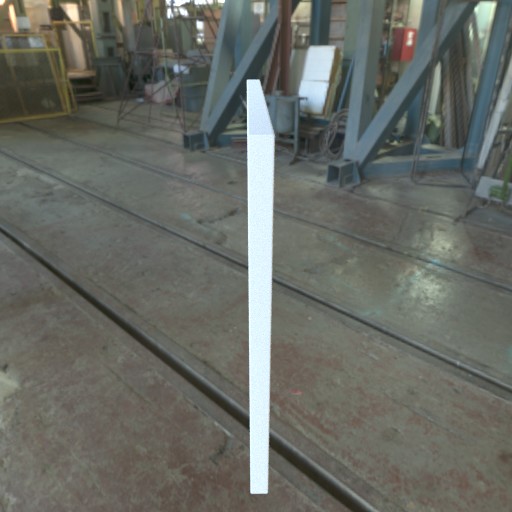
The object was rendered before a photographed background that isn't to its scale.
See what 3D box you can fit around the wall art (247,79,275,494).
[{"bbox_3d":[0.000,0.000,1.113,0.037,0.757,0.757,0,27,-1],"label":"wall art"}]
